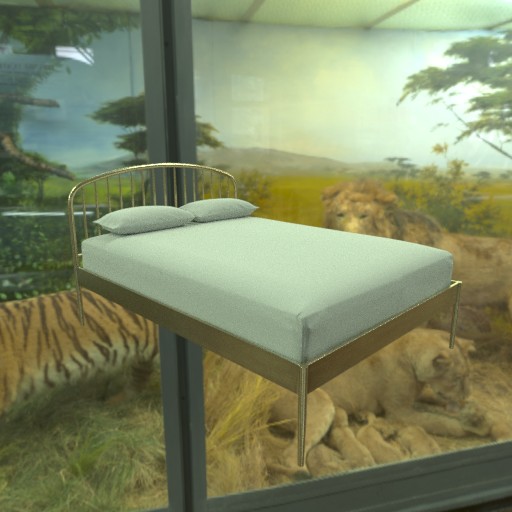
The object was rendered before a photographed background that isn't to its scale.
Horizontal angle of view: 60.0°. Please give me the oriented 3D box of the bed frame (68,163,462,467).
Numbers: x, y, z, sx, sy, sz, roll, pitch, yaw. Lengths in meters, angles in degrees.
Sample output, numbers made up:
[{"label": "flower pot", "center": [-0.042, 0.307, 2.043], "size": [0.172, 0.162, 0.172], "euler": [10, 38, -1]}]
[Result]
[{"label": "bed frame", "center": [0.000, 0.000, 3.006], "size": [1.612, 1.175, 2.152], "euler": [-14, 20, -43]}]
